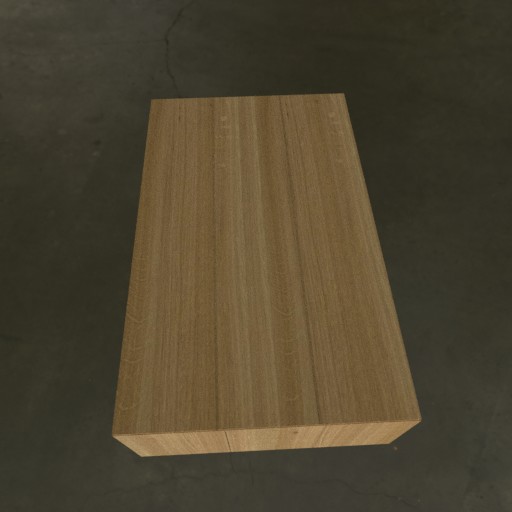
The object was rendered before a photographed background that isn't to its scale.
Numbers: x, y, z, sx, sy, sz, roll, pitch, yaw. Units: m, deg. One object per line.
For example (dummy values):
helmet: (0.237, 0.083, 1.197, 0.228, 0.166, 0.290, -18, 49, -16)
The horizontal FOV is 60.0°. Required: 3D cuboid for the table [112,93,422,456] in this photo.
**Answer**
table: (0.000, 0.000, 1.410, 0.678, 0.353, 1.110, -2, 58, -1)
